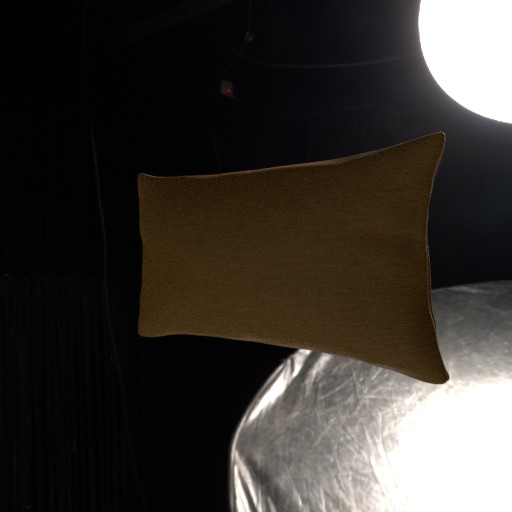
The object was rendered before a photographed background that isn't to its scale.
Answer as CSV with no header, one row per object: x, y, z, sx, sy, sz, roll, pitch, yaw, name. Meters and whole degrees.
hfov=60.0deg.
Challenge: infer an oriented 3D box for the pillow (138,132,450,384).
0.000,0.000,0.782,0.634,0.354,0.210,0,1,35,pillow
